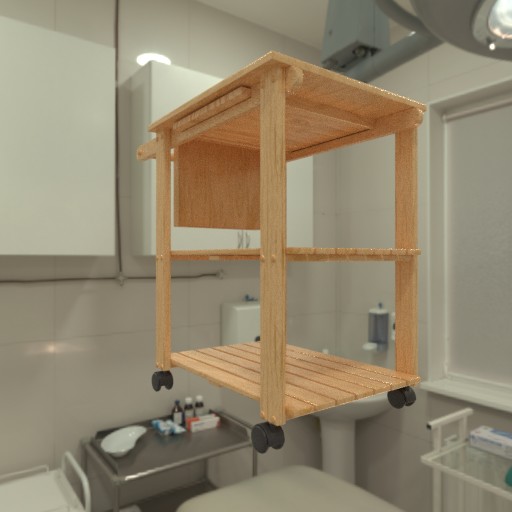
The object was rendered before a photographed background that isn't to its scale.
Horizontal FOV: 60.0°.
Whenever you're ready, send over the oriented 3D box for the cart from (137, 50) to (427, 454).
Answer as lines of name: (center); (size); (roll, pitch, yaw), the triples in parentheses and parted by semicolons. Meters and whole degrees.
cart: (0.000, 0.000, 1.339); (0.520, 0.816, 0.843); (0, 0, -36)
